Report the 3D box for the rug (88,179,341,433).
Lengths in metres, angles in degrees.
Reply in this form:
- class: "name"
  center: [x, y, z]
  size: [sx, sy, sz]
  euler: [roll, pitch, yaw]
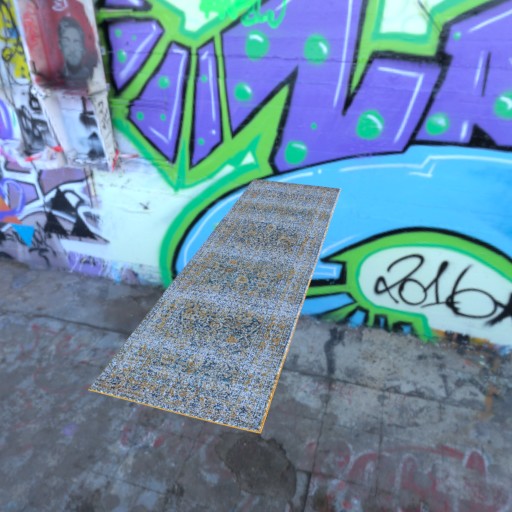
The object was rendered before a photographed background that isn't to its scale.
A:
- class: "rug"
  center: [0.000, 0.000, 2.590]
  size: [0.704, 0.014, 2.294]
  euler: [9, 33, 14]
